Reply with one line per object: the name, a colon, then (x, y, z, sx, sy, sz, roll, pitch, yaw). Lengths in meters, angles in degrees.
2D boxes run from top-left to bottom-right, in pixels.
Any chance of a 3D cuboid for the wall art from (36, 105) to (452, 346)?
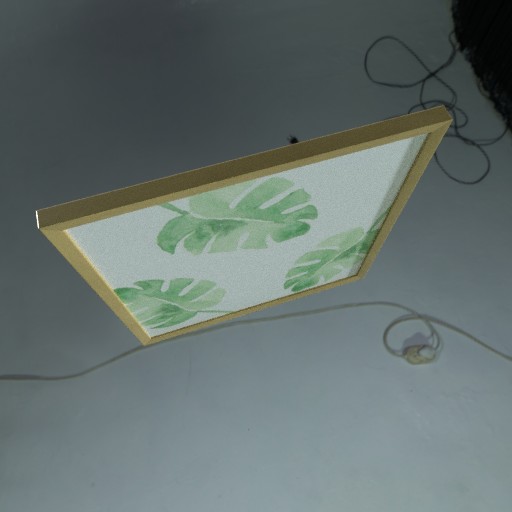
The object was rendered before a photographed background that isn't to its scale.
wall art: (0.000, 0.000, 1.129, 0.763, 0.763, 0.037, -16, 65, -8)
